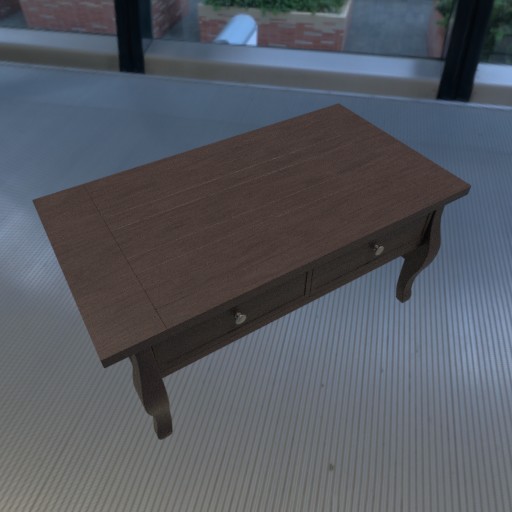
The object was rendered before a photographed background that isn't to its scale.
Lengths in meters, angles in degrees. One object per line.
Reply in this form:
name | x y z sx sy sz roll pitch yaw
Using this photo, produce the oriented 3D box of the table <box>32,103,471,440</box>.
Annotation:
table | 0.000 0.000 1.395 1.062 0.494 0.600 -24 50 -22
